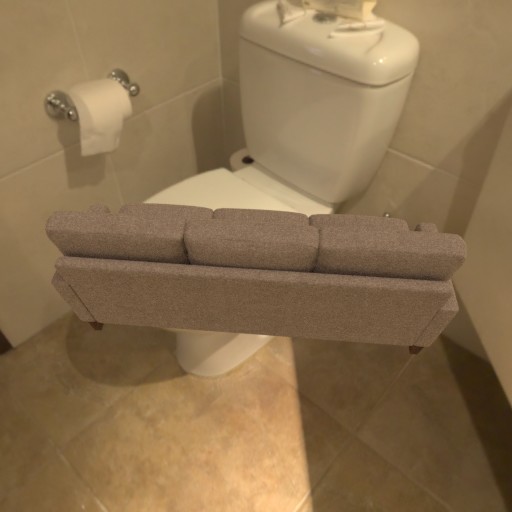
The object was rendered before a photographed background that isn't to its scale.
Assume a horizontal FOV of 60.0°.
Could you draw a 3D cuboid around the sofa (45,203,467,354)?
[{"bbox_3d":[0.000,0.000,2.638,2.115,0.984,0.888,4,47,3],"label":"sofa"}]
